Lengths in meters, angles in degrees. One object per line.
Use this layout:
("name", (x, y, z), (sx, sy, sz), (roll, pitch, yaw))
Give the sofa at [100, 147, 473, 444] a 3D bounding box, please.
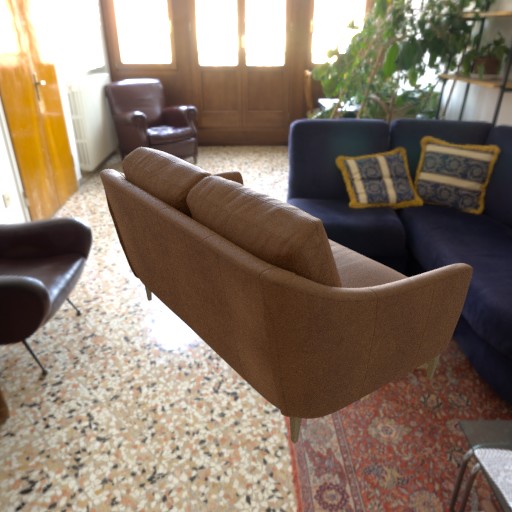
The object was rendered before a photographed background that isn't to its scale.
("sofa", (0.000, 0.000, 2.112), (0.960, 0.902, 1.619), (-19, 33, -33))
